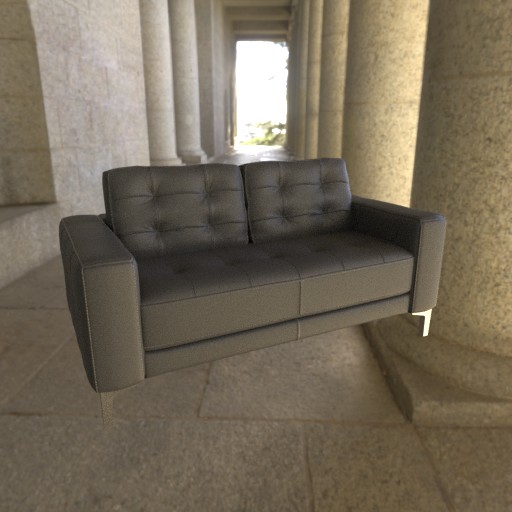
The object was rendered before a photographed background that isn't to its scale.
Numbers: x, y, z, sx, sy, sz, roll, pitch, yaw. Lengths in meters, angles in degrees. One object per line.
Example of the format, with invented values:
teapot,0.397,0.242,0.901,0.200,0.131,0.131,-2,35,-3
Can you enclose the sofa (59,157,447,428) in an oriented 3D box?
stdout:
sofa,0.000,0.000,2.187,1.726,0.892,0.833,-8,19,-26
